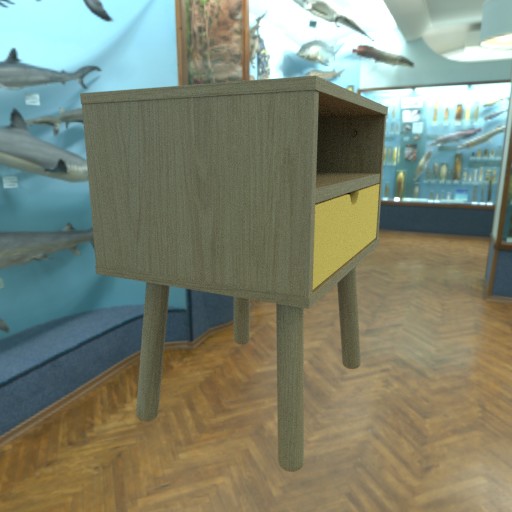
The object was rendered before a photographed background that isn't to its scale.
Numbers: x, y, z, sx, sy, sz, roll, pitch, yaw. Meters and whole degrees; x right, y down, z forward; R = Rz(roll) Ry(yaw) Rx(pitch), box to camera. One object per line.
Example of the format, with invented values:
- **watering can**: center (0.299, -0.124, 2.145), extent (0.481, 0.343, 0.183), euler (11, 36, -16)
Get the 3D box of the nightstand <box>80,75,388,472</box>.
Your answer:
- **nightstand**: center (0.000, 0.000, 0.861), extent (0.380, 0.571, 0.450), euler (7, 15, 26)
